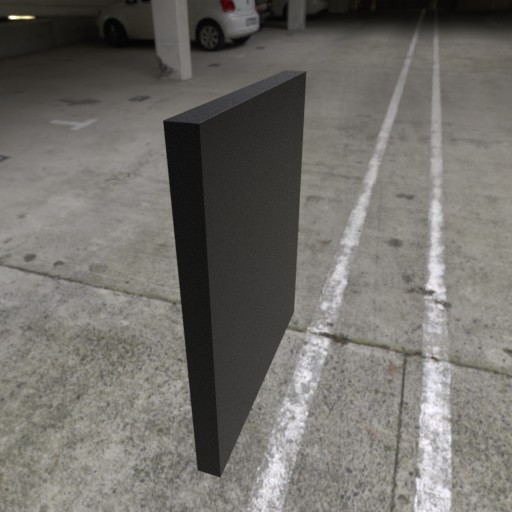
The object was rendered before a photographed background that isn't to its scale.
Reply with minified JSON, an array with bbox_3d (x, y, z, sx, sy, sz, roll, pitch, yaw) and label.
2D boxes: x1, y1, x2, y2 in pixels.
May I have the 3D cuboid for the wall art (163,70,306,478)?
[{"bbox_3d":[0.000,0.000,0.533,0.028,0.380,0.325,9,30,16],"label":"wall art"}]
